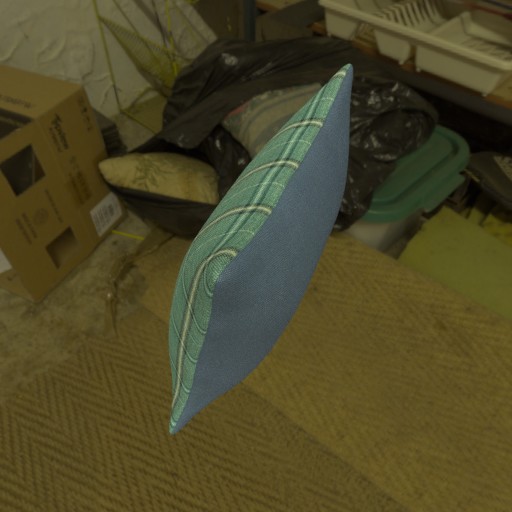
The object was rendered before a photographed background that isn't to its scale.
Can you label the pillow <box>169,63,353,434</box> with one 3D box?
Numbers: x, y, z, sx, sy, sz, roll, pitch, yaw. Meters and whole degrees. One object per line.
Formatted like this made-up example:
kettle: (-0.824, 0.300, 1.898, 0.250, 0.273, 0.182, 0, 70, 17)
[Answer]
pillow: (0.000, 0.000, 0.673, 0.200, 0.430, 0.453, 16, 48, 15)
